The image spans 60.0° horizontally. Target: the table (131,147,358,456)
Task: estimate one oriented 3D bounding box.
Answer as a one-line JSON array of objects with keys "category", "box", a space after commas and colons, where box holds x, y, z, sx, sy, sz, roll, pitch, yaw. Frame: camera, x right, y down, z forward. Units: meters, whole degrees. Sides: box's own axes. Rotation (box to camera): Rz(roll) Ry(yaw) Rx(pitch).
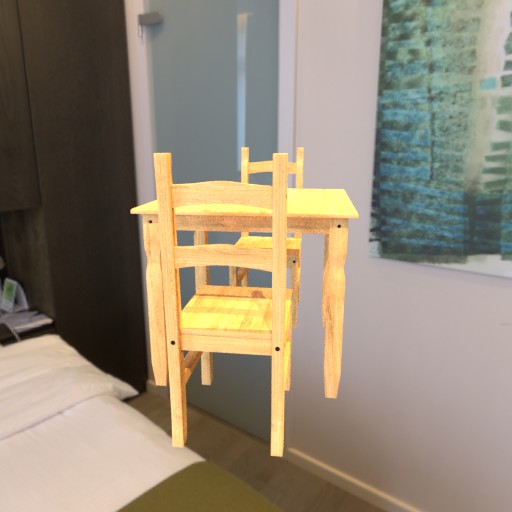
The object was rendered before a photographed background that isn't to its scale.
[{"category": "table", "box": [0.000, 0.000, 2.016, 0.813, 0.942, 1.501, 2, 14, 7]}]
